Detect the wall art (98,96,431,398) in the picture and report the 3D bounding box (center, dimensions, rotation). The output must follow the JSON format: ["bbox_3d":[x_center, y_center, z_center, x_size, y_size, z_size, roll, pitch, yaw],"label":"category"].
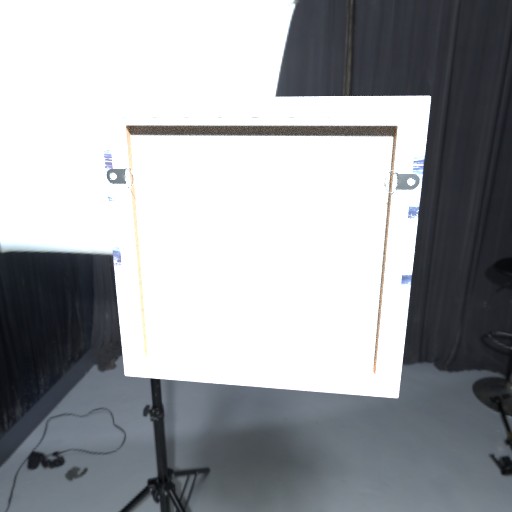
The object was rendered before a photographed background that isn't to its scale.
[{"bbox_3d":[0.000,0.000,1.107,0.755,0.747,0.065,2,17,8],"label":"wall art"}]
